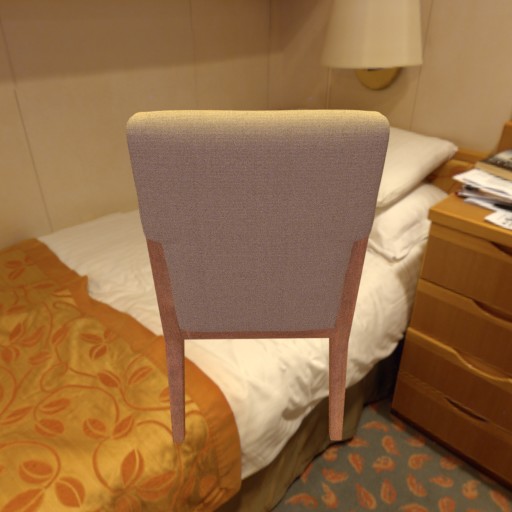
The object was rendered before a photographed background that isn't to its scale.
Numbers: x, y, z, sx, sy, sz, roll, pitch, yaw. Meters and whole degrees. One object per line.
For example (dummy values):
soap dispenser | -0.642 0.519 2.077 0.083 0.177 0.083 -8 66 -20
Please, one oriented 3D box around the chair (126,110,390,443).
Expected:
chair | 0.000 0.000 1.256 0.507 0.911 0.586 0 30 -1
